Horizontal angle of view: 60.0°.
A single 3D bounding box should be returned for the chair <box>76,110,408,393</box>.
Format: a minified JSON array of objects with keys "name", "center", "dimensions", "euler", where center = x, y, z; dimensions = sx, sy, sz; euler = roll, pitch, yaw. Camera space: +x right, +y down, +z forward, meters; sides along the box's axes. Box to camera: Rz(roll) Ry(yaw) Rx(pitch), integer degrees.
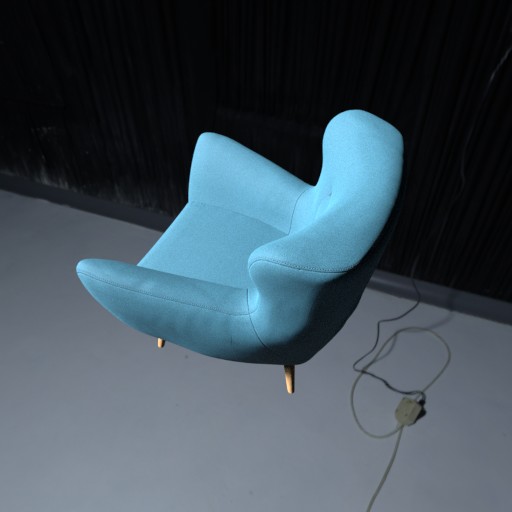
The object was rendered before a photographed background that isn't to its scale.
[{"name":"chair","center":[0.000,0.000,1.632],"dimensions":[0.889,0.889,0.890],"euler":[17,48,16]}]
